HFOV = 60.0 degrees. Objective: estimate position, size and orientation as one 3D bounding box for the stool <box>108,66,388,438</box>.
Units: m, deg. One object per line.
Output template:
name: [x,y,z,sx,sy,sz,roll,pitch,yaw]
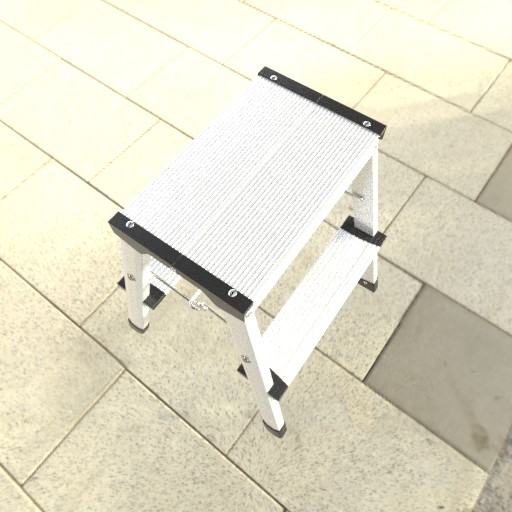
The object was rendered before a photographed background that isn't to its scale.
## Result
stool: [0.000,0.000,0.781,0.405,0.480,0.404,32,67,15]
